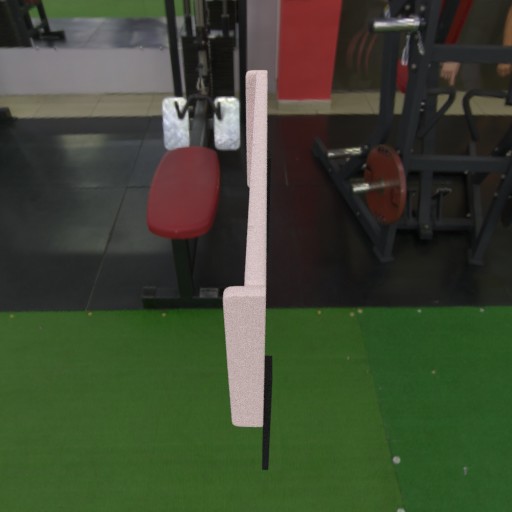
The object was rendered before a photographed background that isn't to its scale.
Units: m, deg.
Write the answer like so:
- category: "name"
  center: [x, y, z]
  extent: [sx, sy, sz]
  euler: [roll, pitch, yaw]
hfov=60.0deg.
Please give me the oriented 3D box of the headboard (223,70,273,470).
- category: "headboard"
  center: [0.000, 0.000, 2.745]
  extent: [0.184, 1.524, 2.051]
  euler: [1, 42, 1]
